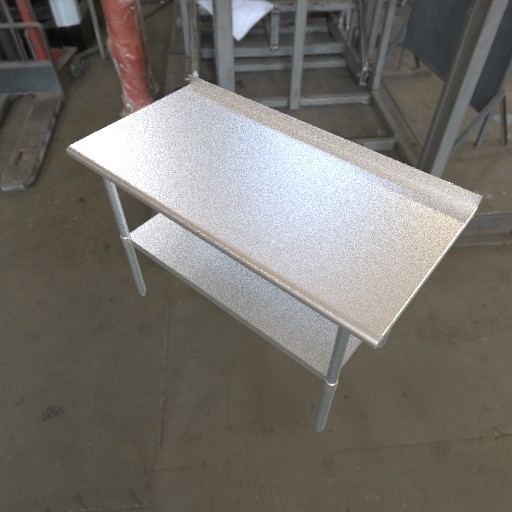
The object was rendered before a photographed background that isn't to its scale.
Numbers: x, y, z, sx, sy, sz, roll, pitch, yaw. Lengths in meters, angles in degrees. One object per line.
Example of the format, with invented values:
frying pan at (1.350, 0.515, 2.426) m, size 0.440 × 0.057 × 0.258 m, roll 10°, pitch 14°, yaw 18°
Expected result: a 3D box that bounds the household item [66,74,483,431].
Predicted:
household item at (0.000, 0.000, 1.715) m, size 1.219 × 0.851 × 0.610 m, roll 31°, pitch 55°, yaw 26°
